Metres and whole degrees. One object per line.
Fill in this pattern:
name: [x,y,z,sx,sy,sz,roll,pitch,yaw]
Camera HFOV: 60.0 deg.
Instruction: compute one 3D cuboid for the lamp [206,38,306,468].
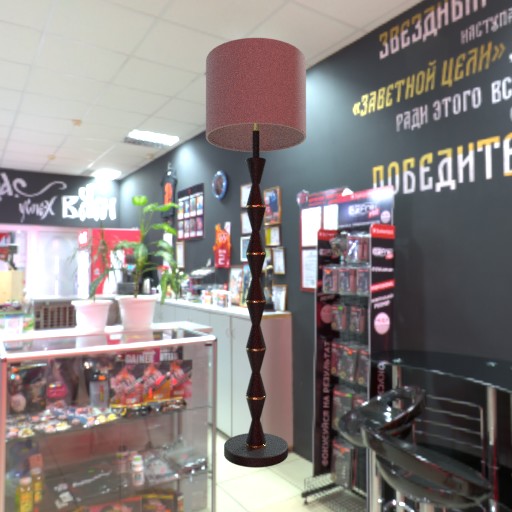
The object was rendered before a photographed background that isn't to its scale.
lamp: [0.000,0.000,1.681,0.381,1.480,0.381,0,-1,0]
